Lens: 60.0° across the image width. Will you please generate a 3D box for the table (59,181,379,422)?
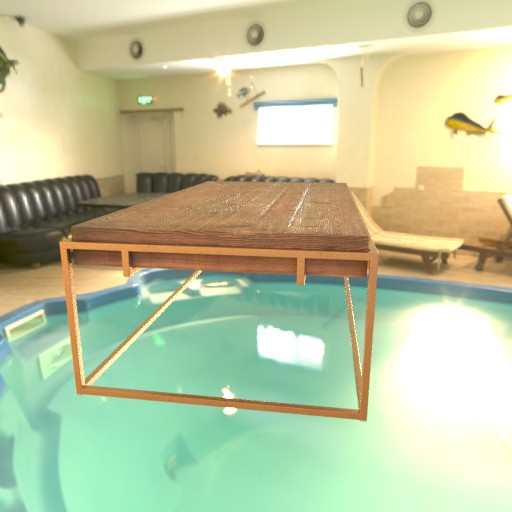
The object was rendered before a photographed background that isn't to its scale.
[{"bbox_3d":[0.000,0.000,1.759,0.775,0.468,1.387,2,15,9],"label":"table"}]
